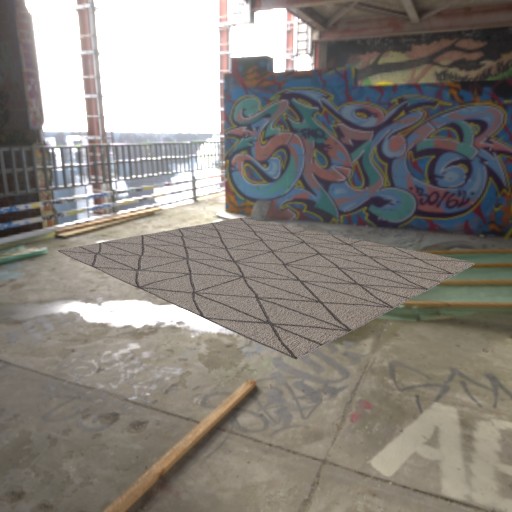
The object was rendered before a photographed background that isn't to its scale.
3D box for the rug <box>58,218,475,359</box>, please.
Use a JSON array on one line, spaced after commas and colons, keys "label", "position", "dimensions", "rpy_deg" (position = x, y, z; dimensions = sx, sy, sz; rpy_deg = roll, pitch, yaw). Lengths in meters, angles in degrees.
[{"label": "rug", "position": [0.000, 0.000, 4.113], "dimensions": [2.468, 0.022, 3.061], "rpy_deg": [-15, 21, -43]}]
